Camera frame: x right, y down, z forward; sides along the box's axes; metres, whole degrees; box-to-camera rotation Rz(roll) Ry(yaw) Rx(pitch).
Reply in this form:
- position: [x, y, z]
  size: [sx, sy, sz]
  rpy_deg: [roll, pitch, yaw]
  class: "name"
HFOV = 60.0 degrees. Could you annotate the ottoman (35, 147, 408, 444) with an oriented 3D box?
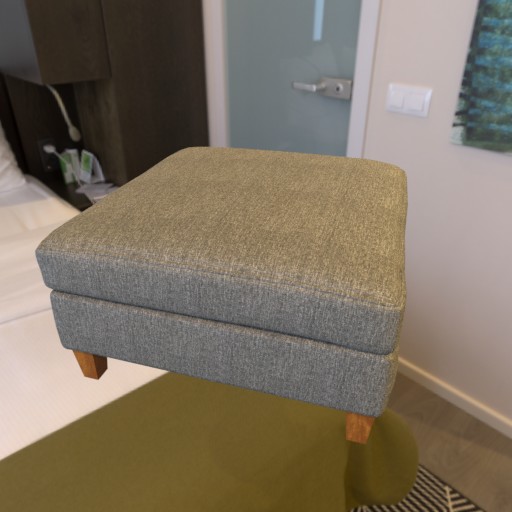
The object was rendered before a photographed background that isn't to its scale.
- position: [0.000, 0.000, 1.330]
  size: [0.838, 0.481, 0.838]
  rpy_deg: [8, 30, 14]
  class: "ottoman"
